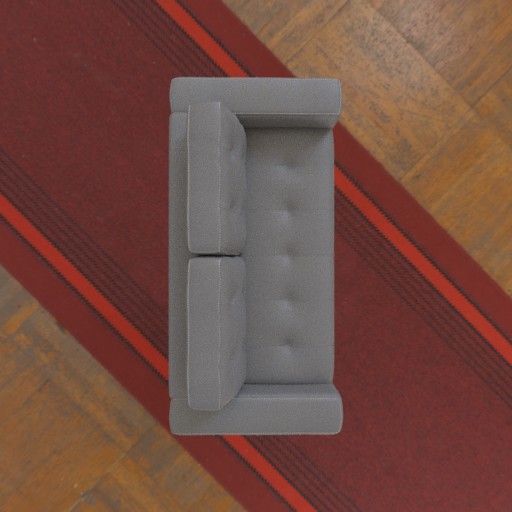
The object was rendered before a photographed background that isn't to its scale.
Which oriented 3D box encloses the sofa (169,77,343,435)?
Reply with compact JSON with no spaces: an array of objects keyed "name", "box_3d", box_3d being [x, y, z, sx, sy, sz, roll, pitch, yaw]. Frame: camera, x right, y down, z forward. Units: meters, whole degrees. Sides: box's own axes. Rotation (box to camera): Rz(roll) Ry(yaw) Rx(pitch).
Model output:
[{"name":"sofa","box_3d":[0.000,0.000,2.284,0.833,0.892,1.726,0,90,-1]}]
